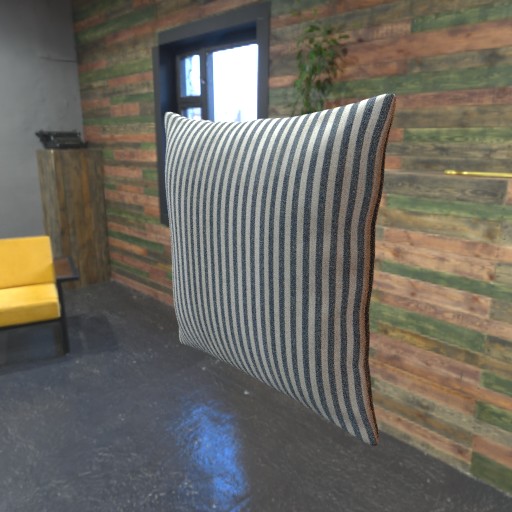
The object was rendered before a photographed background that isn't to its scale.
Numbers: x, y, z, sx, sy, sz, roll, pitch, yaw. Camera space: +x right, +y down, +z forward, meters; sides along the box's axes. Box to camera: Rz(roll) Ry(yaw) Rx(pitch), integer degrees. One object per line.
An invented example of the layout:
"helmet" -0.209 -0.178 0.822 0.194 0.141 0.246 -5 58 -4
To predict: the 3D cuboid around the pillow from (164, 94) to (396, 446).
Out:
"pillow" 0.000 0.000 0.788 0.166 0.510 0.523 -13 19 -42
